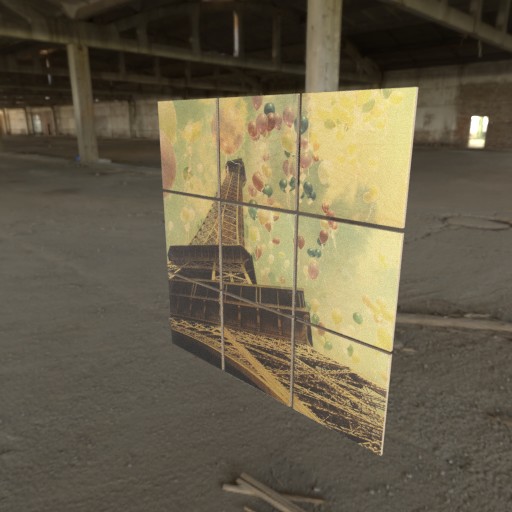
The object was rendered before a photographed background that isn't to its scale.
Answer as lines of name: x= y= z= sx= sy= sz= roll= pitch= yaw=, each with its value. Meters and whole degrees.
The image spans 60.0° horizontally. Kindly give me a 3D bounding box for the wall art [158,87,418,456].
wall art: x=0.000 y=0.000 z=1.792 sx=1.219 sy=1.218 sz=0.013 roll=15 pitch=22 yaw=41
